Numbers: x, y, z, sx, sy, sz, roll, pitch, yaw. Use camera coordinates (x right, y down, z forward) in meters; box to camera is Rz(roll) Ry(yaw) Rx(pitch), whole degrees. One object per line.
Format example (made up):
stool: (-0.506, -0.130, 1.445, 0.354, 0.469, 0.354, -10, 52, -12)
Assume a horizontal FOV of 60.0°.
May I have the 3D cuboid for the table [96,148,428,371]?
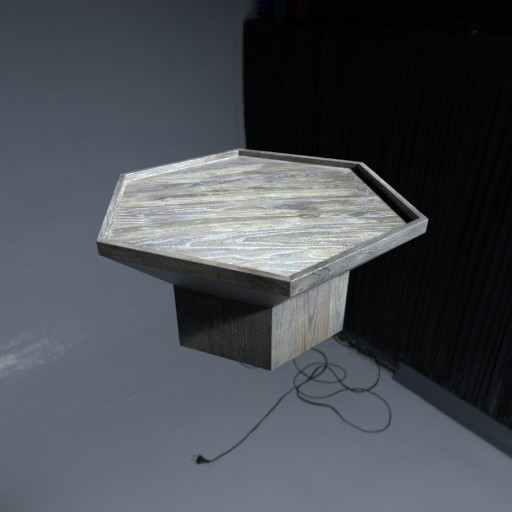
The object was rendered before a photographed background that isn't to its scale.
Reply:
table: (0.000, 0.000, 1.632, 1.115, 0.488, 0.966, -21, 36, -33)
